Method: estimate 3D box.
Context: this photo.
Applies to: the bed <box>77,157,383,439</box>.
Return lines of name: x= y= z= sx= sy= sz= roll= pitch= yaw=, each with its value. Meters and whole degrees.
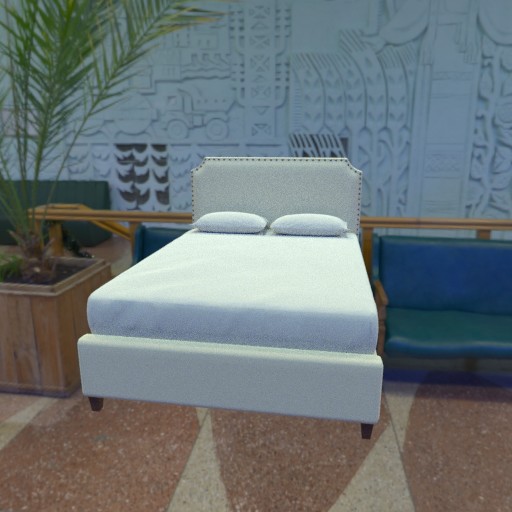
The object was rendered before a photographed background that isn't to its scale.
bed: x=0.000 y=0.000 z=3.438 sx=1.703 sy=1.415 sz=2.329 roll=2 pitch=15 yaw=9
